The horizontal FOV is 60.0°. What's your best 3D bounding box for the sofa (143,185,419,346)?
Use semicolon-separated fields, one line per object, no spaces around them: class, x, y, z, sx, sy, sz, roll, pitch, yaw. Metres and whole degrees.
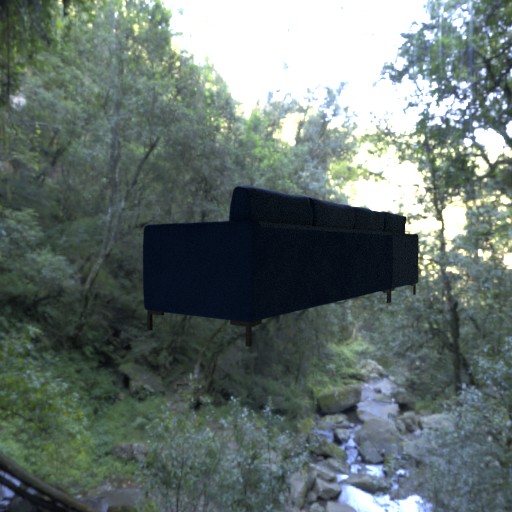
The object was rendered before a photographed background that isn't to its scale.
sofa;0.000;0.000;3.893;2.007;0.815;2.949;1;1;35
